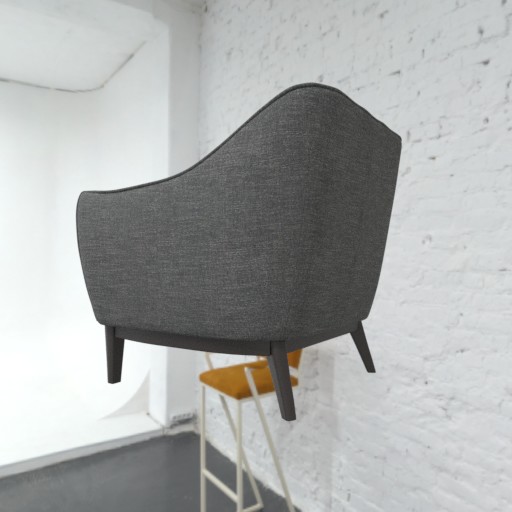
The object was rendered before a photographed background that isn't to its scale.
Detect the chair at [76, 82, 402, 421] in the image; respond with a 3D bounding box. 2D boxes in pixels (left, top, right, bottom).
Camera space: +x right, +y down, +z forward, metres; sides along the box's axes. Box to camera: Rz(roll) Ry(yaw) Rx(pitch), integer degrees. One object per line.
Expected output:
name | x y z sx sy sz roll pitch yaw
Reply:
chair | 0.000 0.000 1.525 0.851 0.829 0.870 -1 -1 35
